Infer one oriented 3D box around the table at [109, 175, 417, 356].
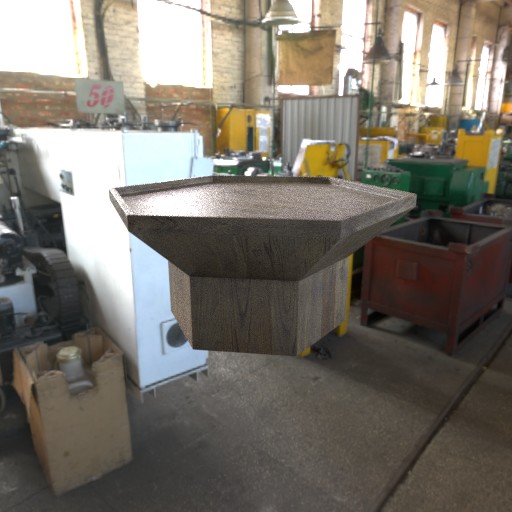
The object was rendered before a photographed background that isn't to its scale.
[{"bbox_3d":[0.000,0.000,1.661,1.115,0.488,0.966,2,17,7],"label":"table"}]
